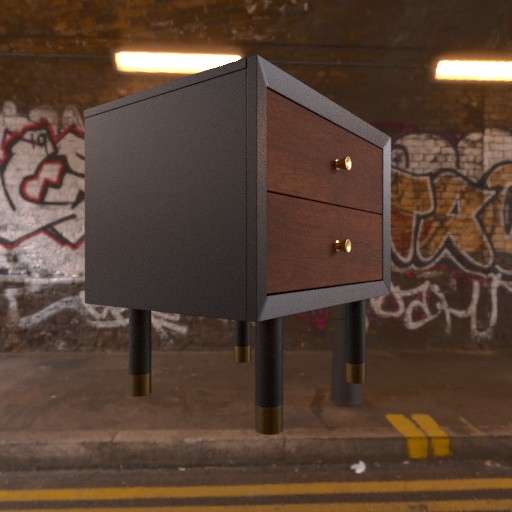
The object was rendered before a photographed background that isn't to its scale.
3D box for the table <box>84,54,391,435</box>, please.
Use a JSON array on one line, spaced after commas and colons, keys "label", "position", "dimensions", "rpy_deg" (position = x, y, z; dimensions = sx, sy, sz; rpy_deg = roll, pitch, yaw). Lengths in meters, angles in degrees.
[{"label": "table", "position": [0.000, 0.000, 0.985], "dimensions": [0.441, 0.584, 0.564], "rpy_deg": [0, 0, 36]}]
